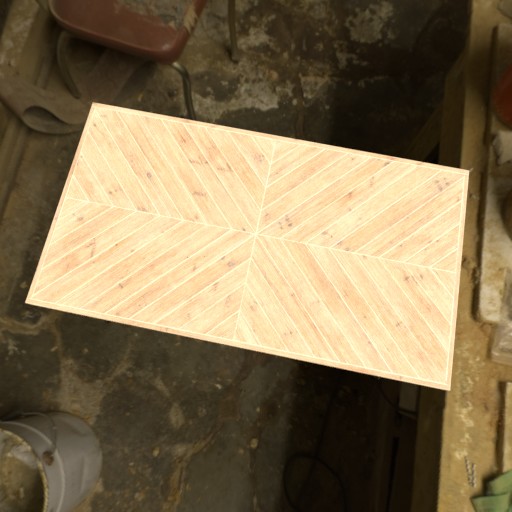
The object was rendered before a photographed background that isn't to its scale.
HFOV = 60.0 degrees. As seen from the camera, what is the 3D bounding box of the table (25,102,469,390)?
[{"bbox_3d":[0.000,0.000,2.332,1.803,0.762,0.991,11,75,3],"label":"table"}]
